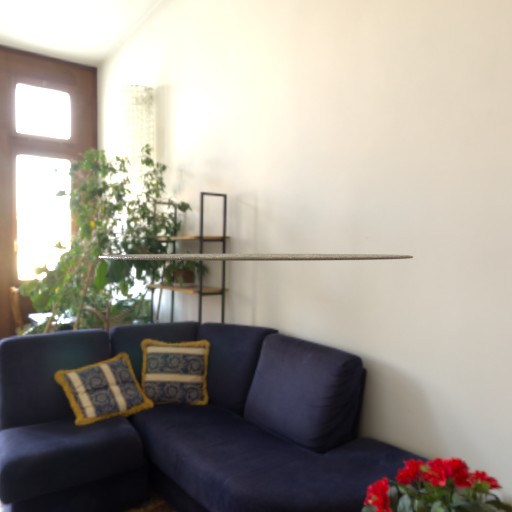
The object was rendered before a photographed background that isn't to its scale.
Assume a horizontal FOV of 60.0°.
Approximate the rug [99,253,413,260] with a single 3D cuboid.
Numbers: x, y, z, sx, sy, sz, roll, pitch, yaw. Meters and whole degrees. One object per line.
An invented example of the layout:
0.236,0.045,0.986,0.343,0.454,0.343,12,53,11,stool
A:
0.000,0.000,2.382,1.593,0.012,1.593,0,1,0,rug
